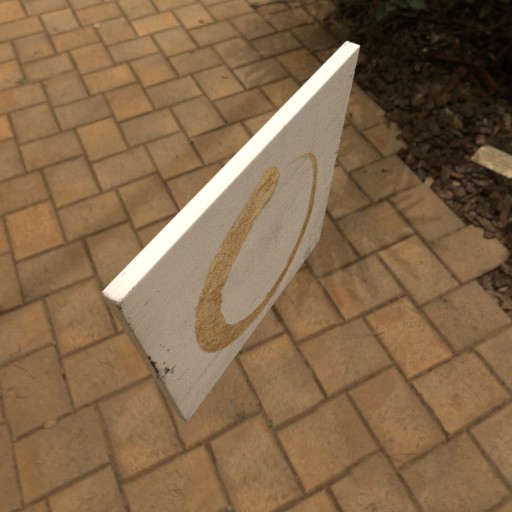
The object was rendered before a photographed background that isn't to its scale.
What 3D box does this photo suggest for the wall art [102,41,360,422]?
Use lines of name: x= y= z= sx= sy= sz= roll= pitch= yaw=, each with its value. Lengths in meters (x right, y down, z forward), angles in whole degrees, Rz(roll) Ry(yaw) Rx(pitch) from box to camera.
wall art: x=0.000 y=0.000 z=1.126 sx=0.038 sy=0.762 sz=0.762 roll=30 pitch=62 yaw=18
